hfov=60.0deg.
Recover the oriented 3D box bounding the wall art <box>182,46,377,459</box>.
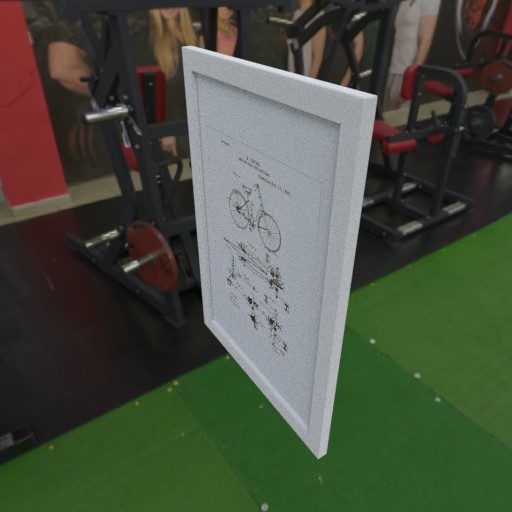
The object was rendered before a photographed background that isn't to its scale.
[{"bbox_3d":[0.000,0.000,0.596,0.015,0.477,0.332,-20,38,-27],"label":"wall art"}]
